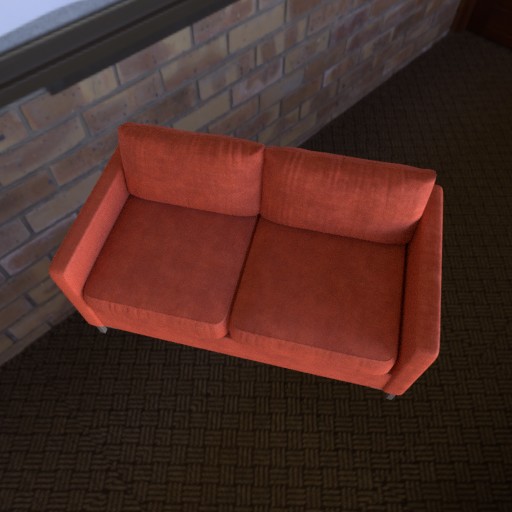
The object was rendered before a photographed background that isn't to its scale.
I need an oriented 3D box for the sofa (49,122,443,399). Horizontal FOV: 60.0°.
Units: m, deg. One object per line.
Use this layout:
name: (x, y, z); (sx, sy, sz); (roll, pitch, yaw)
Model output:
sofa: (0.000, 0.000, 2.094); (1.574, 0.896, 0.864); (11, 58, 7)
